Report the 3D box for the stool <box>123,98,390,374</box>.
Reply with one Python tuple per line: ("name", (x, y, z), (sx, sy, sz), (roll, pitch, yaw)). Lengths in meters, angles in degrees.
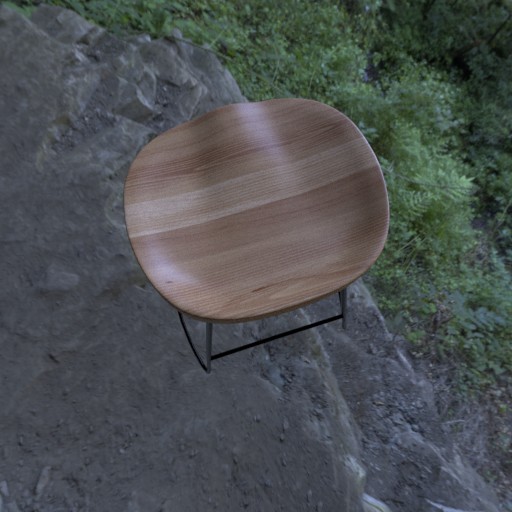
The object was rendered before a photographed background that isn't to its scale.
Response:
("stool", (0.000, 0.000, 0.983), (0.480, 0.679, 0.401), (-17, 75, -5))
